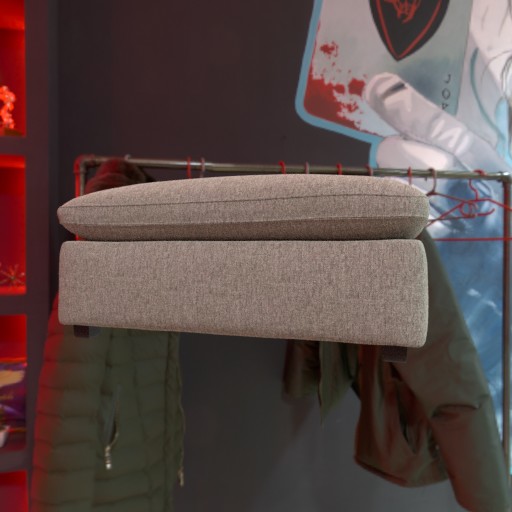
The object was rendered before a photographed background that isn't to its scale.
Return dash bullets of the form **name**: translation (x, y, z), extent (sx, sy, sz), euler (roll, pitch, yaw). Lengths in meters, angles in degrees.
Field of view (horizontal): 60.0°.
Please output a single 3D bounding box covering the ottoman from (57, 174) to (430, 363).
- **ottoman**: translation (0.000, 0.000, 1.377), extent (0.977, 0.451, 0.694), euler (0, 1, 18)
